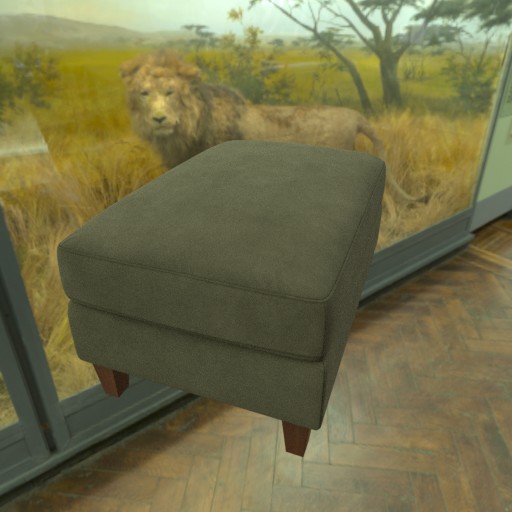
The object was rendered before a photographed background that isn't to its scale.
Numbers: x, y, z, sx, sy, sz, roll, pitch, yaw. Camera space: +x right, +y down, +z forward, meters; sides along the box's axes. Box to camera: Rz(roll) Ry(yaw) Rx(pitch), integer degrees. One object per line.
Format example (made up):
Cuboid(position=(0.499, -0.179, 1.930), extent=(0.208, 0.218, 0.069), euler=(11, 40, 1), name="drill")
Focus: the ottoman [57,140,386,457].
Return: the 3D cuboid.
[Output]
Cuboid(position=(0.000, 0.000, 1.220), extent=(0.584, 0.483, 0.864), euler=(10, 31, 18), name="ottoman")
